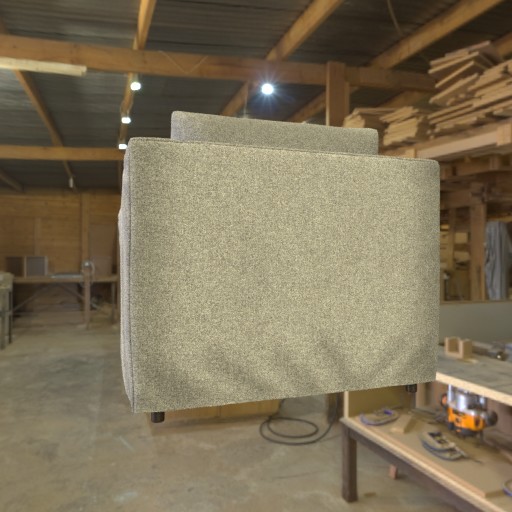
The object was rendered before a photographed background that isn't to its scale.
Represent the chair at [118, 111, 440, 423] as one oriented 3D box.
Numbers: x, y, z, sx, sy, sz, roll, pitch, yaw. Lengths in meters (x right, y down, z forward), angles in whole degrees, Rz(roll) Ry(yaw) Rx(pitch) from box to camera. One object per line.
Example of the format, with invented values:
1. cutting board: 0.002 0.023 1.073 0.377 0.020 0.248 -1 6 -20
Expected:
1. chair: 0.000 0.000 2.026 1.194 1.059 1.071 0 0 -18
